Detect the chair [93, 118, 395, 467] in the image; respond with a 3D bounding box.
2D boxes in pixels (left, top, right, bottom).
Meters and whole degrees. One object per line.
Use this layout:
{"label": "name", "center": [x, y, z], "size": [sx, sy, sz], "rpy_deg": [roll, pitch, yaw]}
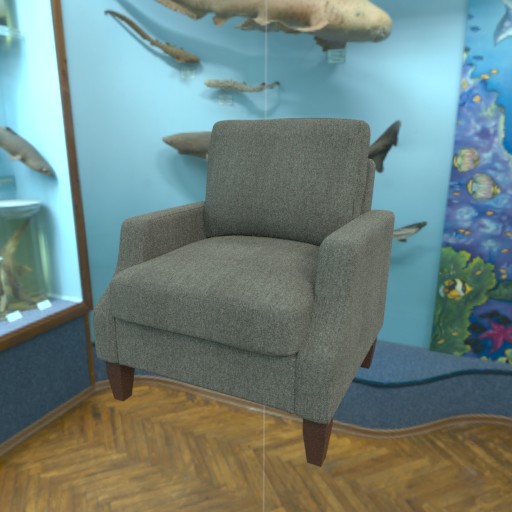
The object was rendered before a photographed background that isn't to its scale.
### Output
{"label": "chair", "center": [0.000, 0.000, 1.643], "size": [0.855, 0.993, 0.897], "rpy_deg": [7, 17, 25]}
